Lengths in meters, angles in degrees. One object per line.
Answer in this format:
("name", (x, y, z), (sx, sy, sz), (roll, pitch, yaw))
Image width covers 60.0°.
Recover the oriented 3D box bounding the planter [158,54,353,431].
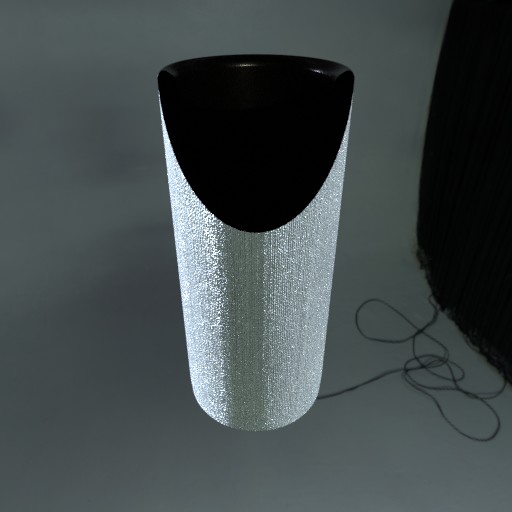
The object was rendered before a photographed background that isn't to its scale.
("planter", (0.000, 0.000, 0.130), (0.045, 0.103, 0.045), (-10, 34, -15))
